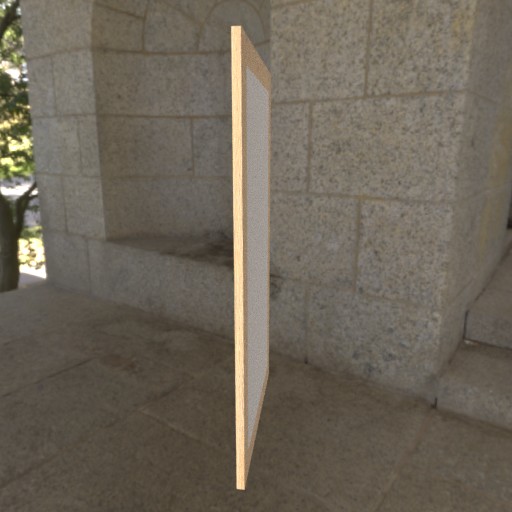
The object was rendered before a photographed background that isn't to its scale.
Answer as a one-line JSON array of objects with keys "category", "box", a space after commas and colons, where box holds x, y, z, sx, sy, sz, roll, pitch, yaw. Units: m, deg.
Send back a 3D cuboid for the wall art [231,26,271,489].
[{"category": "wall art", "box": [0.000, 0.000, 0.818, 0.013, 0.683, 0.381, 2, 14, 7]}]
